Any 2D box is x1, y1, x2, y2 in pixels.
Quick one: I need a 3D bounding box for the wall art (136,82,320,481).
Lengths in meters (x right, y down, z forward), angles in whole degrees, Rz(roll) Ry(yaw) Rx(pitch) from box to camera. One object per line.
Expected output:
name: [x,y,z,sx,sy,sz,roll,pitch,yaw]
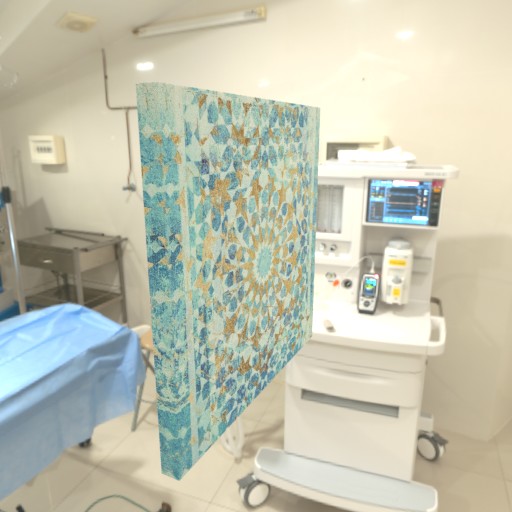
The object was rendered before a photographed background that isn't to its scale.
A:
wall art: [0.000,0.000,0.910,0.040,0.609,0.609,8,17,27]
